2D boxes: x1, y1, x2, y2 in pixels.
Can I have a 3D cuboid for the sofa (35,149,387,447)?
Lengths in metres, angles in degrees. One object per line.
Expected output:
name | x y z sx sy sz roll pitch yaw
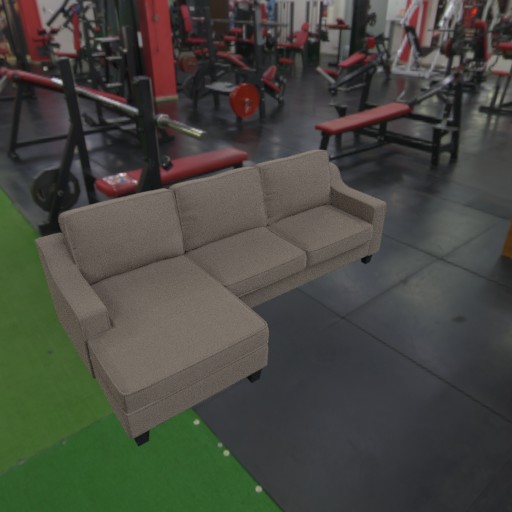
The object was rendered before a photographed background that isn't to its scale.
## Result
sofa | 0.000 0.000 3.168 2.561 0.928 1.294 -21 36 -31
